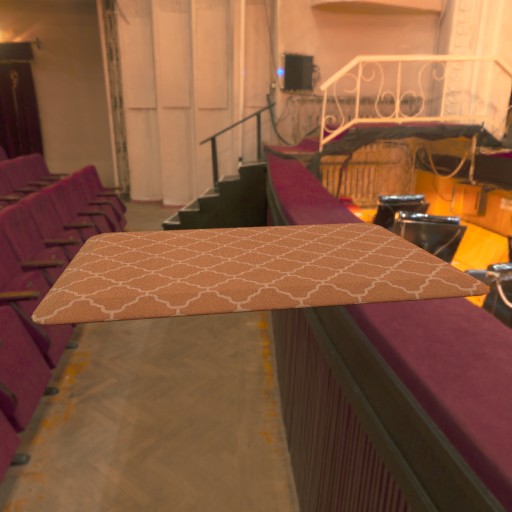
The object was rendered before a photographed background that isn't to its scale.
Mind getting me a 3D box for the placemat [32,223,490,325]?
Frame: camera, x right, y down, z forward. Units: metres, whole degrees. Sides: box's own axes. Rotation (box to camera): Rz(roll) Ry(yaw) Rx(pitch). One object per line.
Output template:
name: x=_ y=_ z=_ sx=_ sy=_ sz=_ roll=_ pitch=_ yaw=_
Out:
placemat: x=0.000 y=0.000 z=0.936 sx=0.762 sy=0.021 sz=0.508 roll=-3 pitch=18 yaw=-9
